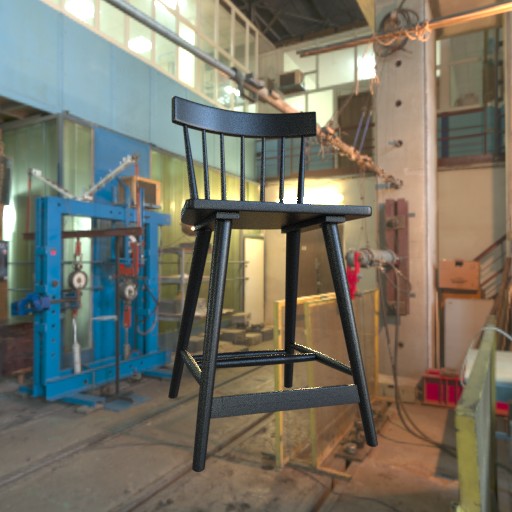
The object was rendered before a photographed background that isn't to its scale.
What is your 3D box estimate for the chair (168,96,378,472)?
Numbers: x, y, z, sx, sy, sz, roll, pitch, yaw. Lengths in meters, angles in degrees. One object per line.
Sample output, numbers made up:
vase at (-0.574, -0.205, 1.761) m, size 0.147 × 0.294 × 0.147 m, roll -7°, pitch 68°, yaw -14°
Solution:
chair at (0.000, 0.000, 1.305) m, size 0.483 × 0.952 × 0.572 m, roll 0°, pitch -1°, yaw -17°
